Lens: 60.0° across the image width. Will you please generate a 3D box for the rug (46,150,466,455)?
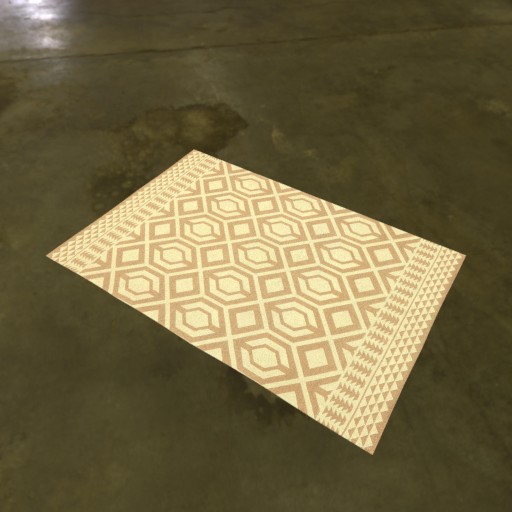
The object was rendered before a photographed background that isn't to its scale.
[{"bbox_3d":[0.000,0.000,2.322,1.829,0.008,1.219,25,51,23],"label":"rug"}]
